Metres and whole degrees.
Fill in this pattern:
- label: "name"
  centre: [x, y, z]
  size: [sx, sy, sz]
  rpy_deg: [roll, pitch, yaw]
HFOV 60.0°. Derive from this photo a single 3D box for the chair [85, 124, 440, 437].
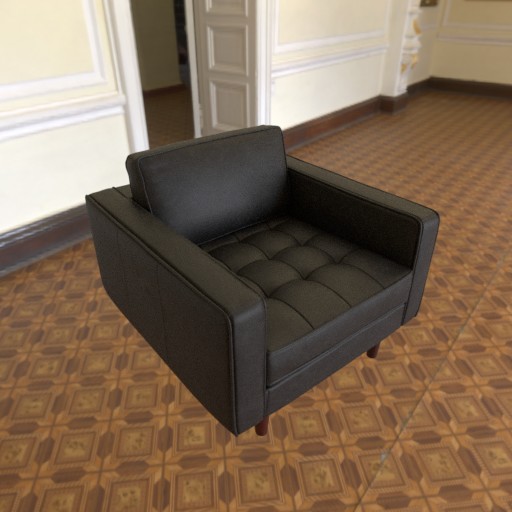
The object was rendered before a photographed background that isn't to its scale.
- label: "chair"
  centre: [0.000, 0.000, 1.616]
  size: [0.889, 0.763, 0.914]
  rpy_deg: [-22, 38, -32]
